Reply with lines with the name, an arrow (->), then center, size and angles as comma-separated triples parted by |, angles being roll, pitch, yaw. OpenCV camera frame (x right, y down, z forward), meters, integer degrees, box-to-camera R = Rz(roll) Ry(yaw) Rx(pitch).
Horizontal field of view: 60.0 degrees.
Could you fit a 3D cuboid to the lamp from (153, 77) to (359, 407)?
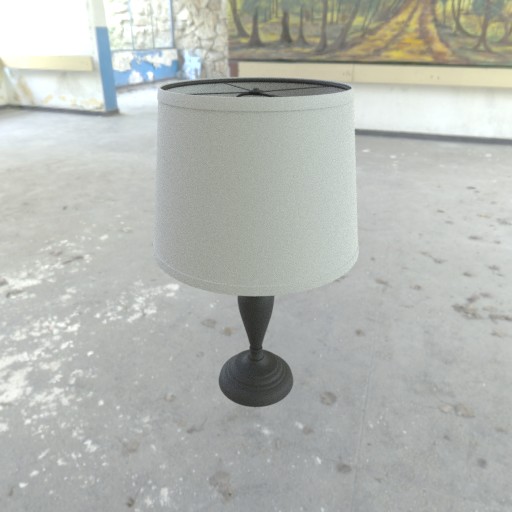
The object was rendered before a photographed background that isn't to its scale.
lamp -> 0.000, 0.000, 0.693 | 0.310, 0.501, 0.310 | 0, 27, 0
